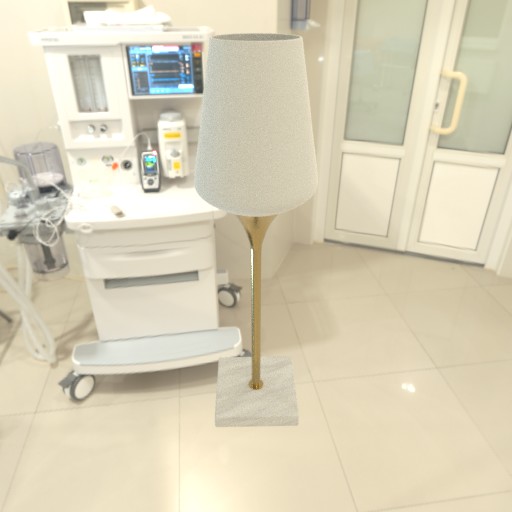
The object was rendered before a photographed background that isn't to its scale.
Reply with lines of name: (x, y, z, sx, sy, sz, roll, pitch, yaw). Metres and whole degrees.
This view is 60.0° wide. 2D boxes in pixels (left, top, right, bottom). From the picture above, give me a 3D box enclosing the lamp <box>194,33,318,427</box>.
lamp: (0.000, 0.000, 0.718, 0.181, 0.639, 0.181, -1, 31, -1)
